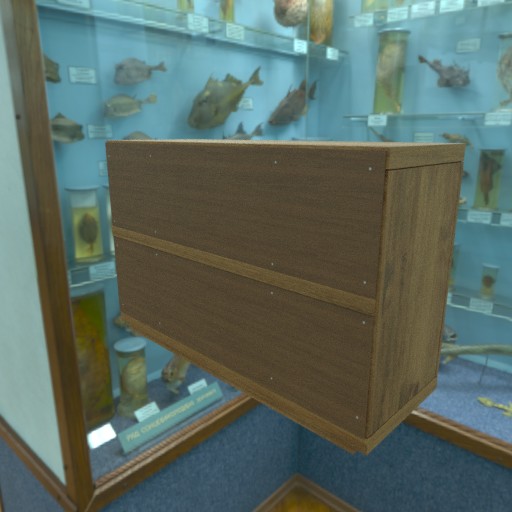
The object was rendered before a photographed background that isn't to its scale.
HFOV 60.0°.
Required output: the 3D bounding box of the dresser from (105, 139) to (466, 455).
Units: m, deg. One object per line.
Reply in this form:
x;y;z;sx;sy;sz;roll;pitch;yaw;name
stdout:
0.000;0.000;1.650;1.261;0.825;0.479;15;21;42;dresser
